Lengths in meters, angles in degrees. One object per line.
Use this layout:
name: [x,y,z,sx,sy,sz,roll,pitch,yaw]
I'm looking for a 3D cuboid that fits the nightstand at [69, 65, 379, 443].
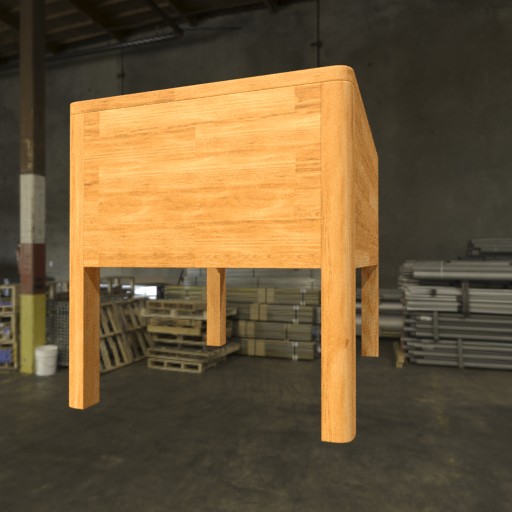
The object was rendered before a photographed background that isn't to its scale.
nightstand: [0.000,0.000,0.881,0.440,0.470,0.560,0,-1,19]
